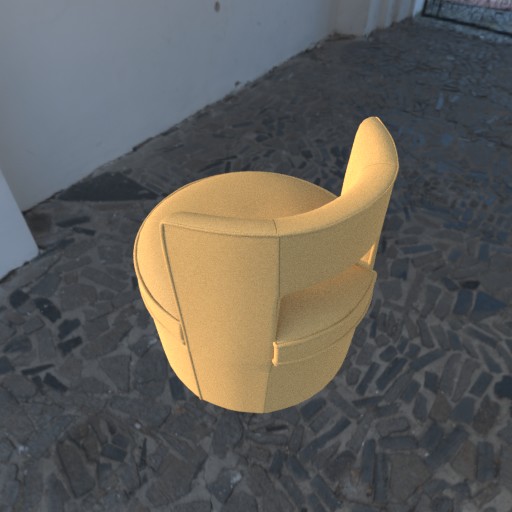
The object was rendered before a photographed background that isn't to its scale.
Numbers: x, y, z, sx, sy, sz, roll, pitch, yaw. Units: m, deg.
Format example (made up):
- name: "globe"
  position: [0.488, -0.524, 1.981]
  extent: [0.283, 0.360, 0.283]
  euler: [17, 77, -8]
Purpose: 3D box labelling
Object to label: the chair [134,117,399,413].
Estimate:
- name: "chair"
  position: [0.000, 0.000, 1.238]
  extent: [0.650, 0.723, 0.665]
  euler: [-31, 52, -27]
